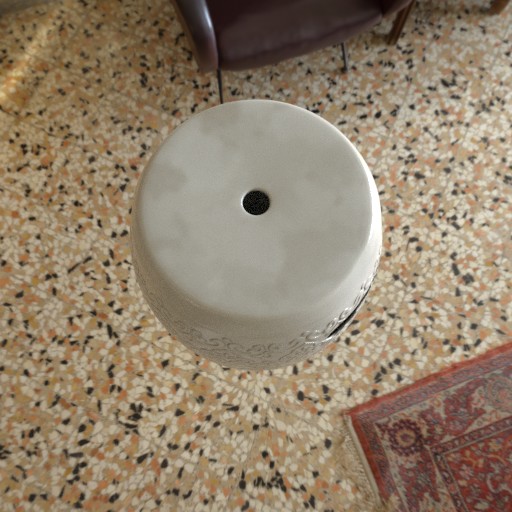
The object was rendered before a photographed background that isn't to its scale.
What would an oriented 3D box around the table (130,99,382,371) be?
[{"bbox_3d":[0.000,0.000,0.617,0.309,0.397,0.309,0,74,0],"label":"table"}]
